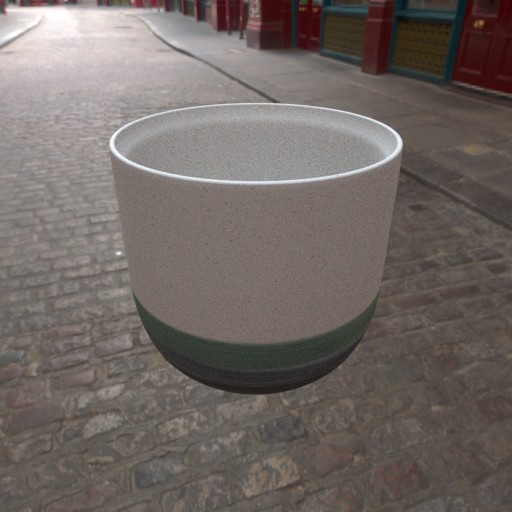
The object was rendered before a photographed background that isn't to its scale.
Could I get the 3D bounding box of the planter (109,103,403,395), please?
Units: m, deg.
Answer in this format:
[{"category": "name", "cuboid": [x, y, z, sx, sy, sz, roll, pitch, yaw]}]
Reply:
[{"category": "planter", "cuboid": [0.000, 0.000, 0.484, 0.268, 0.270, 0.268, 0, 30, 0]}]
